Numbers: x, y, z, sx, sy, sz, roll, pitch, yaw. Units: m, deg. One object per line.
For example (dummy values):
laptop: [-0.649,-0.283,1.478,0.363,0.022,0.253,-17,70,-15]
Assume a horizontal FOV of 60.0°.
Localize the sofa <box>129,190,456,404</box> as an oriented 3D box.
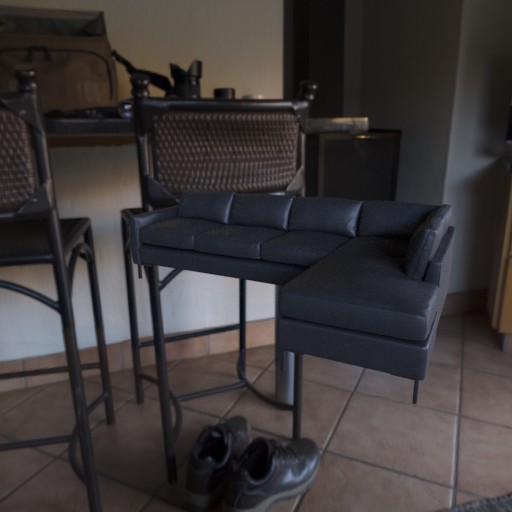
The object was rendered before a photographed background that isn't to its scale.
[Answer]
sofa: [0.000,0.000,3.738,2.984,0.877,1.938,8,17,26]
